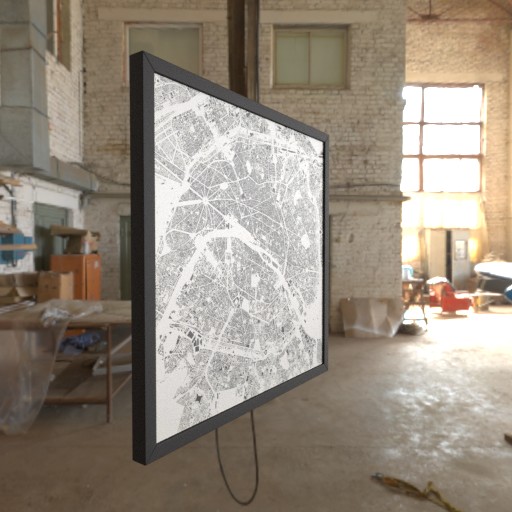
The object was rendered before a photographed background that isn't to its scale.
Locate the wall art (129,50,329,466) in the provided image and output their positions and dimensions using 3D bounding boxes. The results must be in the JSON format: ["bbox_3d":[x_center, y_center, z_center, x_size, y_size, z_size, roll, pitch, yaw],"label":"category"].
[{"bbox_3d":[0.000,0.000,1.133,0.037,0.763,0.763,1,2,35],"label":"wall art"}]
